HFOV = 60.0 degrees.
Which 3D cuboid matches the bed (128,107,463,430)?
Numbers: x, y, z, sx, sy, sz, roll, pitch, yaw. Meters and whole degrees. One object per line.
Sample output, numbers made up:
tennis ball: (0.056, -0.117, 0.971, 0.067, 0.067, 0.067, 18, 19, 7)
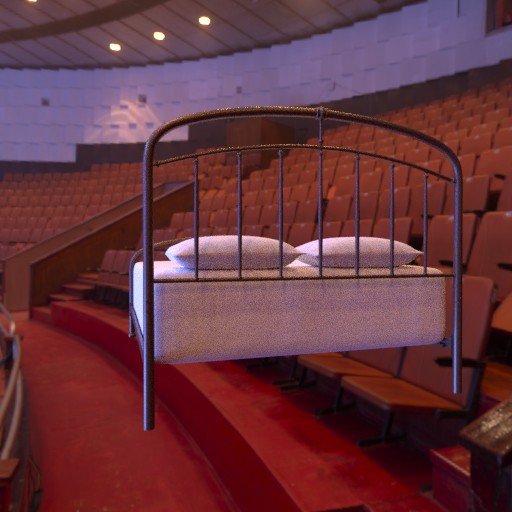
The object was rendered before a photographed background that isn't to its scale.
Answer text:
bed: (0.000, 0.000, 3.177, 1.711, 1.475, 2.168, 0, 1, -18)
